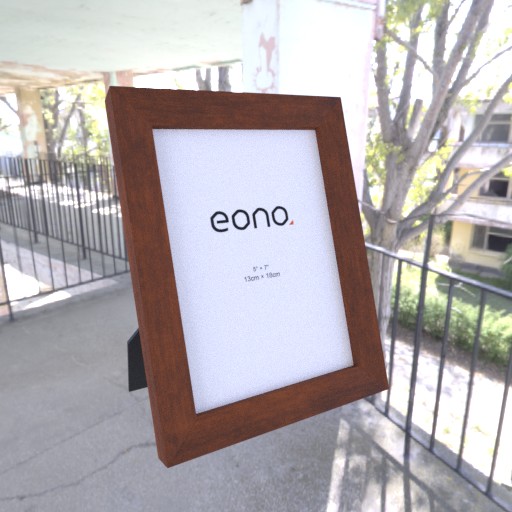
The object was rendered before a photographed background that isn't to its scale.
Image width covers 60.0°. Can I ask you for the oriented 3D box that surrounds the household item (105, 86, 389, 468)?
[{"bbox_3d":[0.000,0.000,0.289,0.160,0.204,0.096,-8,17,-27],"label":"household item"}]
